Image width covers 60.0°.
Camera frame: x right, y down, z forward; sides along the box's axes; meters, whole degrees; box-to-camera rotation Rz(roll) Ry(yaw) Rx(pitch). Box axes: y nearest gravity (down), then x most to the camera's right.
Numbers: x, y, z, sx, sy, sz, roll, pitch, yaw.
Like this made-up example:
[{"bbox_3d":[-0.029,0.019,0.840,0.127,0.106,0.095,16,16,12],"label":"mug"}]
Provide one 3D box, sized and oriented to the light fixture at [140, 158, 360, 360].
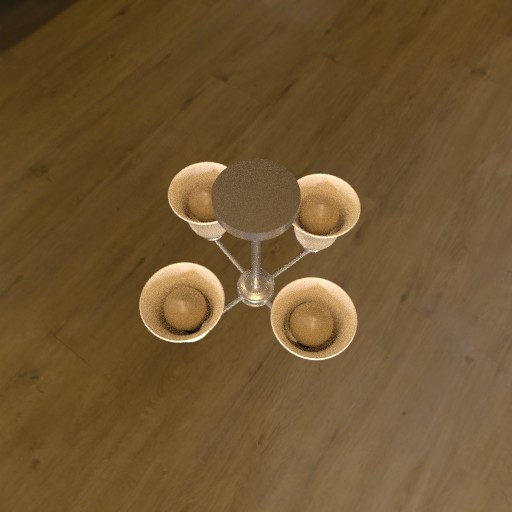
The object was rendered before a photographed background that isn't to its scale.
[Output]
[{"bbox_3d":[0.000,0.000,0.758,0.427,0.370,0.427,-35,68,-16],"label":"light fixture"}]
